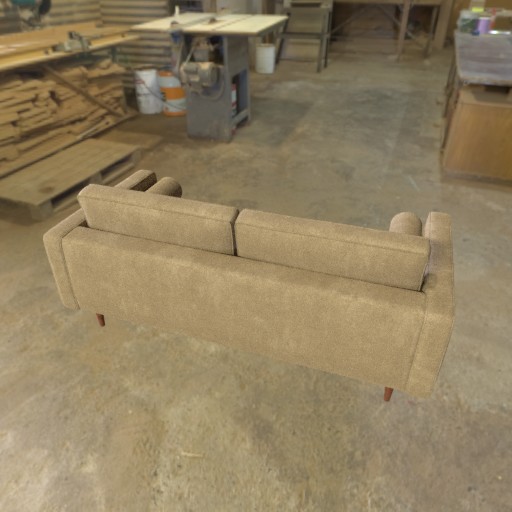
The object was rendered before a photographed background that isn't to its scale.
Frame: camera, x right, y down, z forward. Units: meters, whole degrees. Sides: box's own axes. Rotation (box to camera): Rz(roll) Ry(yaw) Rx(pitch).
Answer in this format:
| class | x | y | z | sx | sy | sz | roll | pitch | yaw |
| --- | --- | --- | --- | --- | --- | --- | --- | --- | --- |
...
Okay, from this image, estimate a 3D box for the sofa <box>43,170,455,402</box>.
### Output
| class | x | y | z | sx | sy | sz | roll | pitch | yaw |
| --- | --- | --- | --- | --- | --- | --- | --- | --- | --- |
| sofa | 0.000 | 0.000 | 2.305 | 1.883 | 0.769 | 0.920 | 11 | 35 | 16 |
